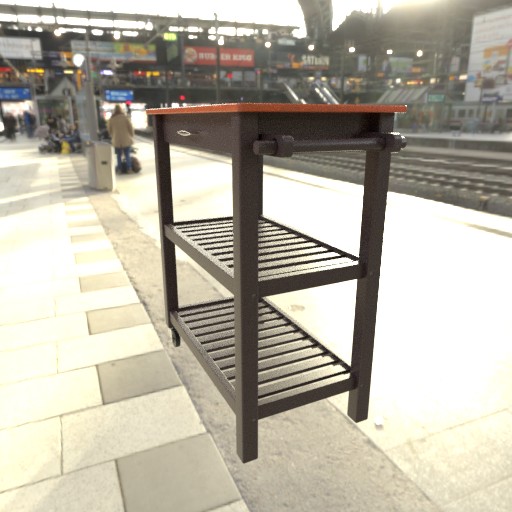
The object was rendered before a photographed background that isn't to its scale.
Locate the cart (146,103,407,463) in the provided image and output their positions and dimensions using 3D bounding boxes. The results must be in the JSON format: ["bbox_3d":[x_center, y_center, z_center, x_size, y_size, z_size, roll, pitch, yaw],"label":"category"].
[{"bbox_3d":[0.000,0.000,1.461,0.457,0.927,0.899,-8,19,-25],"label":"cart"}]
